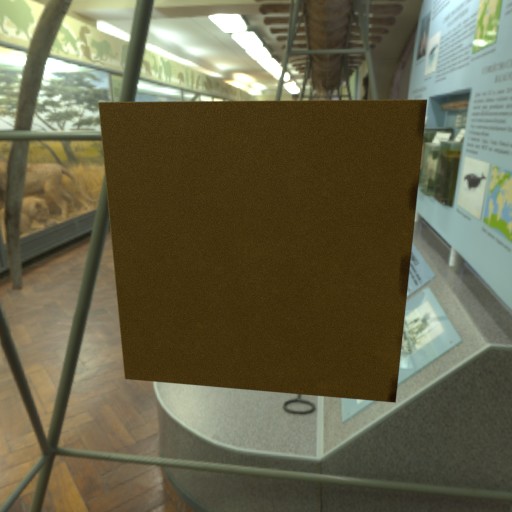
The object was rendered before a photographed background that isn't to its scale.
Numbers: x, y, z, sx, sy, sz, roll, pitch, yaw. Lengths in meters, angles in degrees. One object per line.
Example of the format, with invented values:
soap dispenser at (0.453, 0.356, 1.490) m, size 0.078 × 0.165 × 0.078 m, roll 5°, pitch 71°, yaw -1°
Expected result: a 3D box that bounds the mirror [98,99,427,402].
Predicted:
mirror at (0.000, 0.000, 0.769) m, size 0.509 × 0.507 × 0.042 m, roll 2°, pitch 17°, yaw 8°
